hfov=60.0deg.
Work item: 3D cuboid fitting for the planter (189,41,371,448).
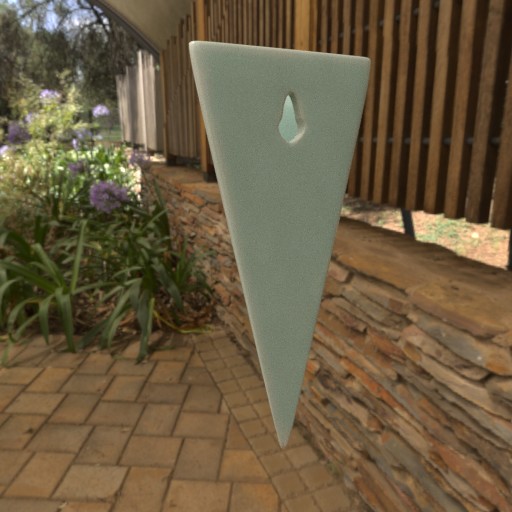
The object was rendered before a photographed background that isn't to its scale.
[{"bbox_3d":[0.000,0.000,0.219,0.080,0.178,0.064,-7,16,-25],"label":"planter"}]
